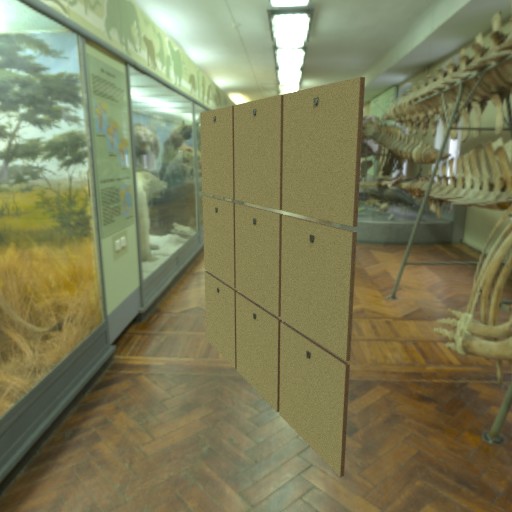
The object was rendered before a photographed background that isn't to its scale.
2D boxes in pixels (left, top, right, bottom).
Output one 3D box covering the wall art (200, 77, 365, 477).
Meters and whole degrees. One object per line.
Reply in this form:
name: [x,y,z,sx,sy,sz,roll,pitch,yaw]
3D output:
wall art: [0.000,0.000,1.829,0.024,1.218,1.221,-7,15,-26]
